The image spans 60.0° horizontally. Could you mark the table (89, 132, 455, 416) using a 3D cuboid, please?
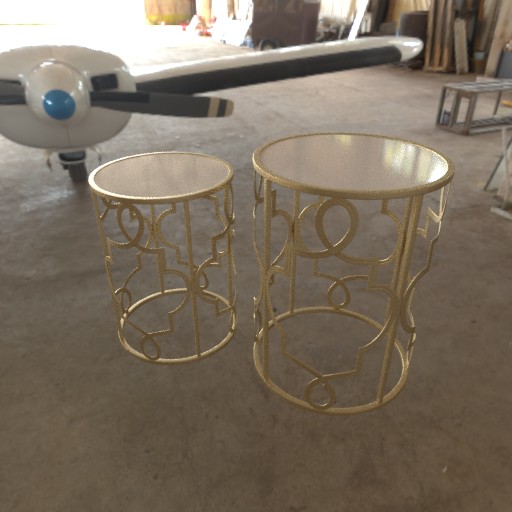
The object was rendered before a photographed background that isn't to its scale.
[{"bbox_3d":[0.000,0.000,1.150,0.846,0.564,0.420,9,31,15],"label":"table"}]
